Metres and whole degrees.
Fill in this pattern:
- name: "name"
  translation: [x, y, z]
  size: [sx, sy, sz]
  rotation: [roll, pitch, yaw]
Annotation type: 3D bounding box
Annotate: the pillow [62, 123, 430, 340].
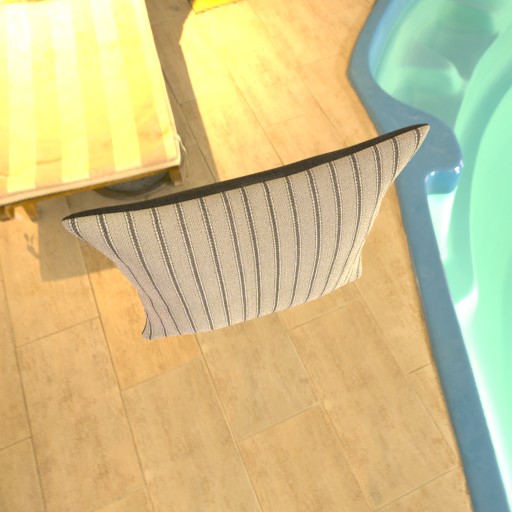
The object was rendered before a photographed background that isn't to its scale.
- name: "pillow"
  translation: [0.000, 0.000, 0.721]
  size: [0.468, 0.444, 0.138]
  rotation: [-16, 64, -8]
